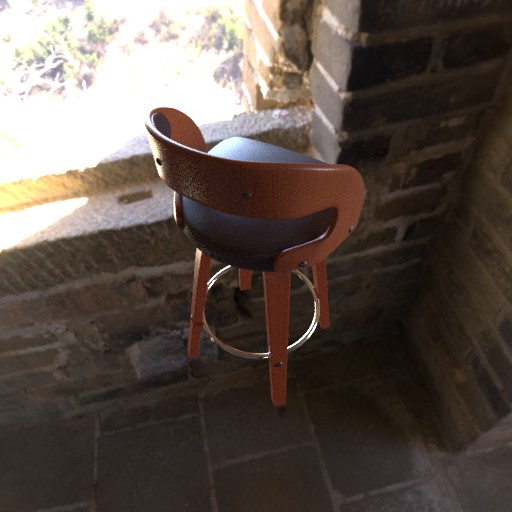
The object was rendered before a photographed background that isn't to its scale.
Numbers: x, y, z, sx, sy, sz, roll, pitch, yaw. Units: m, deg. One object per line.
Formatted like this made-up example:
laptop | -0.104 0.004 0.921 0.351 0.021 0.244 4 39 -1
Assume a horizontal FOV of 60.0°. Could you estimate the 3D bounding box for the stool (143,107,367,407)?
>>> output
stool | 0.000 0.000 1.206 0.457 0.940 0.457 24 52 20
